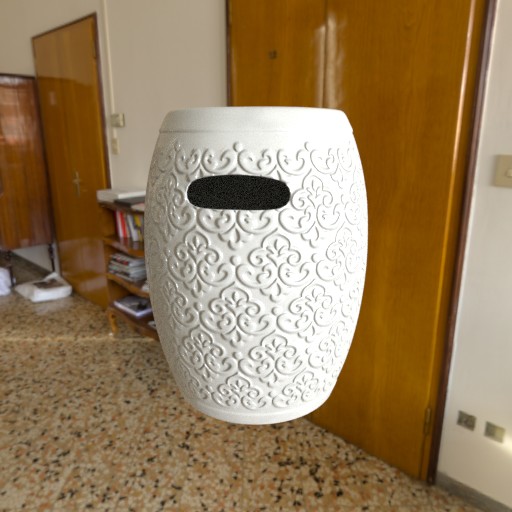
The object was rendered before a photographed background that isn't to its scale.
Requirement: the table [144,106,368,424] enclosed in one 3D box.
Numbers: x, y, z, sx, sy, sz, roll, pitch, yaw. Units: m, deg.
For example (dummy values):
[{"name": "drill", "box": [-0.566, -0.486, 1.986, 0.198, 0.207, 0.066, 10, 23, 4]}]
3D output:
[{"name": "table", "box": [0.000, 0.000, 0.638, 0.309, 0.397, 0.309, 0, 15, 0]}]
